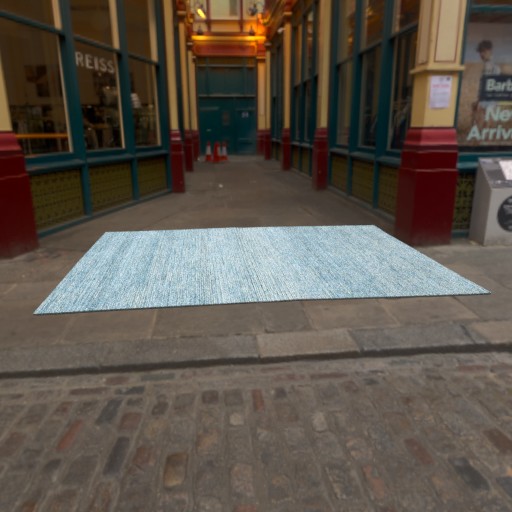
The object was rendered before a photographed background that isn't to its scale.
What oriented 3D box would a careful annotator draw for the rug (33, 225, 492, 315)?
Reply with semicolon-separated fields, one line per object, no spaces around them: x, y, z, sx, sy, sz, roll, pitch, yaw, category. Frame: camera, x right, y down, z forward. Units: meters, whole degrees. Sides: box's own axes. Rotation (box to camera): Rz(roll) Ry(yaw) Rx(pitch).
0.000;0.000;2.920;2.260;0.026;1.611;-2;17;-6;rug
